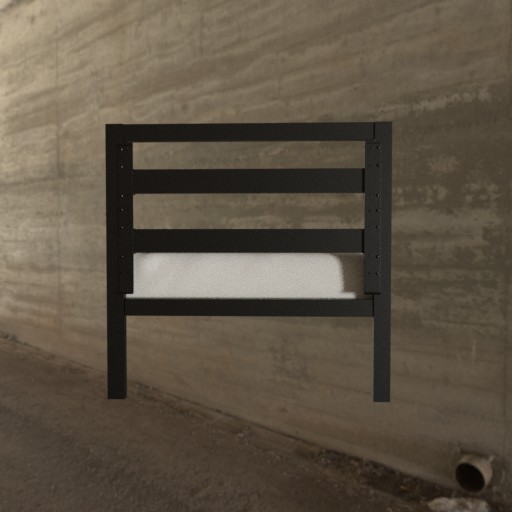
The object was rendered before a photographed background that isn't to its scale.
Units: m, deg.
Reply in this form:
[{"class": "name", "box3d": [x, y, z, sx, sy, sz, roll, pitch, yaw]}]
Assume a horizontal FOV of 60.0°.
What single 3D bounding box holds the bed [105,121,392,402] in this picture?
[{"class": "bed", "box3d": [0.000, 0.000, 2.492, 0.991, 0.967, 1.930, 0, 1, 2]}]
